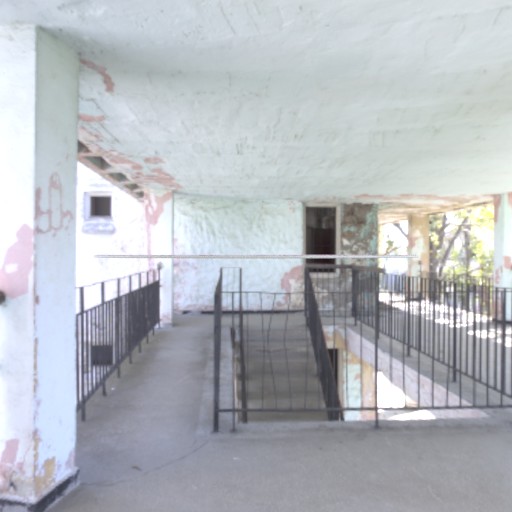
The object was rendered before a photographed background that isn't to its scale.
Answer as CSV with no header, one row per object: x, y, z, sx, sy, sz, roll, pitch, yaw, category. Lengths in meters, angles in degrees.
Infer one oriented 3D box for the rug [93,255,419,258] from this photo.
0.000,0.000,2.308,1.593,0.012,1.593,0,0,0,rug
